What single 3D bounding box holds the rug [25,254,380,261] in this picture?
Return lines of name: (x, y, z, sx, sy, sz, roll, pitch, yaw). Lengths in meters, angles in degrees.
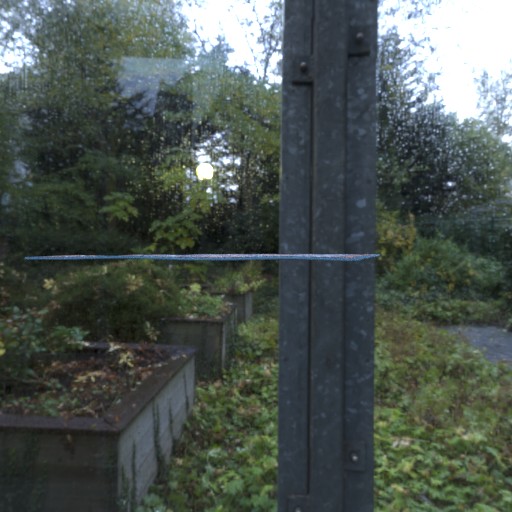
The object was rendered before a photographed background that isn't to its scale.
rug: (0.000, 0.000, 2.297, 1.195, 0.014, 1.847, 0, 0, 17)
